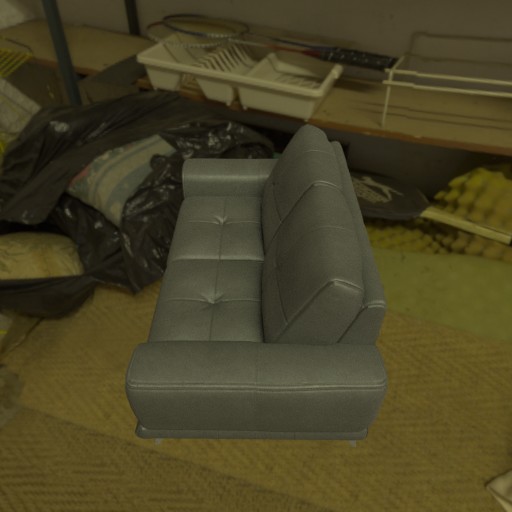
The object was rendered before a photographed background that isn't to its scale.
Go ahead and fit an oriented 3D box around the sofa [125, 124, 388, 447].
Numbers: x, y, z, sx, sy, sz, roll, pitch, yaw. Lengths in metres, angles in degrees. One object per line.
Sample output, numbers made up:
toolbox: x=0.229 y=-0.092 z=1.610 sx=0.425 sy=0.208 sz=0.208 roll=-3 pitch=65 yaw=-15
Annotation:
sofa: x=0.000 y=0.000 z=2.370 sx=1.018 sy=0.907 sz=1.806 roll=0 pitch=41 yaw=0
